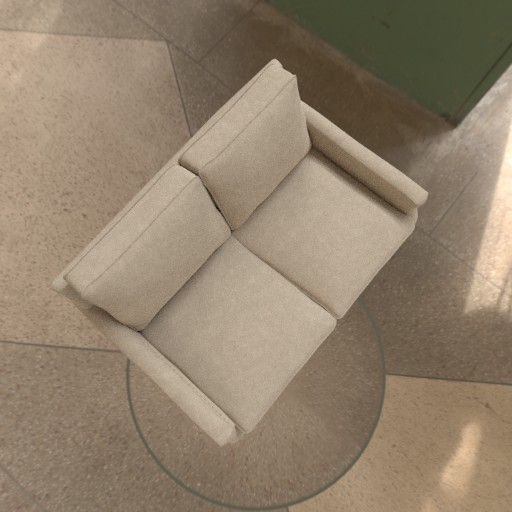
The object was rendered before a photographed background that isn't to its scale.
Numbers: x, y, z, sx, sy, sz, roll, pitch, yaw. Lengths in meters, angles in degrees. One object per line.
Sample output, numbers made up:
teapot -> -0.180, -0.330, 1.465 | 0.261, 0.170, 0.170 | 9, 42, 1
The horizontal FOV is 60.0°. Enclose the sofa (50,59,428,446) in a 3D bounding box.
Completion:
sofa -> 0.000, 0.000, 2.290 | 1.084, 1.002, 1.597 | 40, 79, 9
